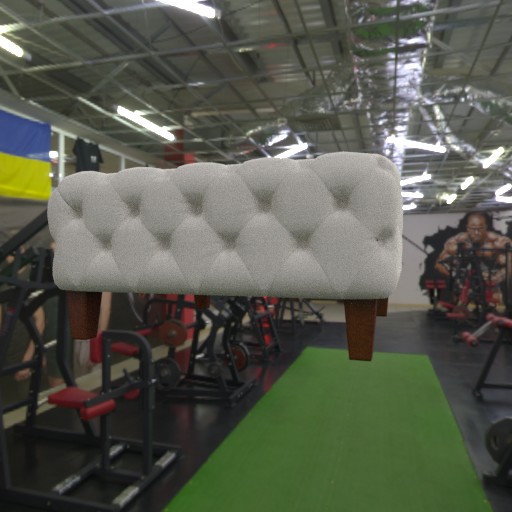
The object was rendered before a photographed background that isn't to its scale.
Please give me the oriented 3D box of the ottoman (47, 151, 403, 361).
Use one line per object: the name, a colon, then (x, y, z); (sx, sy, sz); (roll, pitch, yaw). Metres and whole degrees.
ottoman: (0.000, 0.000, 1.201); (0.755, 0.376, 0.753); (0, 0, 19)
